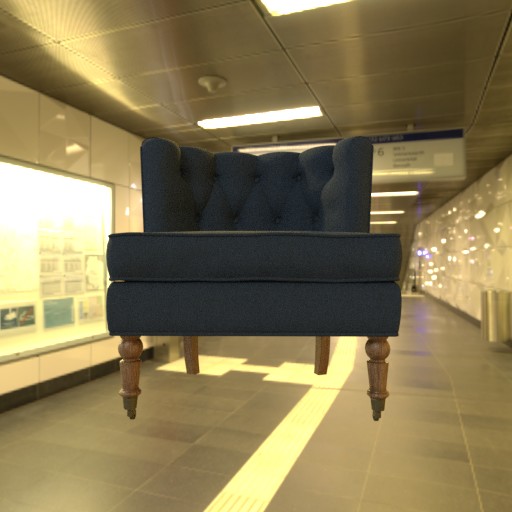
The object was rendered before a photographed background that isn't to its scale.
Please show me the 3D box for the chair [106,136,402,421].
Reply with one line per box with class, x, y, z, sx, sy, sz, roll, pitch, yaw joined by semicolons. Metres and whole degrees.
chair;0.000;0.000;1.338;0.740;0.771;0.718;0;-1;1
